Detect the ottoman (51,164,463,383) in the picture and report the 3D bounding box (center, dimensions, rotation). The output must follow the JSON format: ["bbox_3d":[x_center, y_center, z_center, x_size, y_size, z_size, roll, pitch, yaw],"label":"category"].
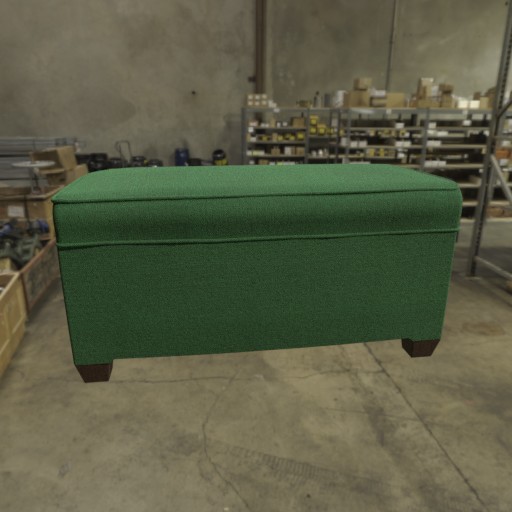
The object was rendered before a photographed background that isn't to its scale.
[{"bbox_3d":[0.000,0.000,1.245,0.957,0.471,0.483,-2,18,-8],"label":"ottoman"}]
